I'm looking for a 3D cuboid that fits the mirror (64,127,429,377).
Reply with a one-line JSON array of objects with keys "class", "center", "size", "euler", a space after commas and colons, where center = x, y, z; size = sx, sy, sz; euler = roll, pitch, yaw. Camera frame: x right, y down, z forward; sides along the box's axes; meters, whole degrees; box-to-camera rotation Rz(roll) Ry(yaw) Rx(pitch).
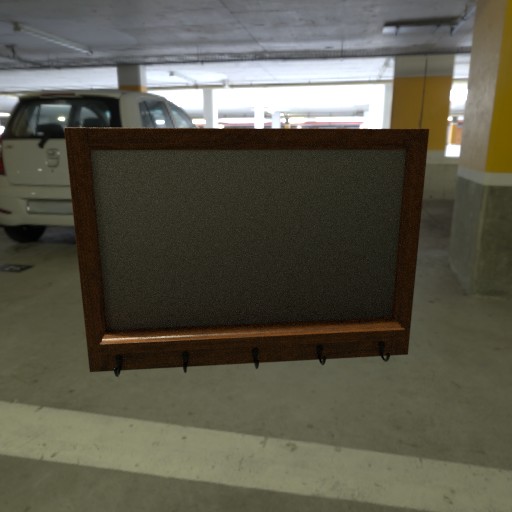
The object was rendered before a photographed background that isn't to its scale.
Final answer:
[{"class": "mirror", "center": [0.000, 0.000, 0.965], "size": [0.758, 0.537, 0.084], "euler": [-2, 15, -6]}]
